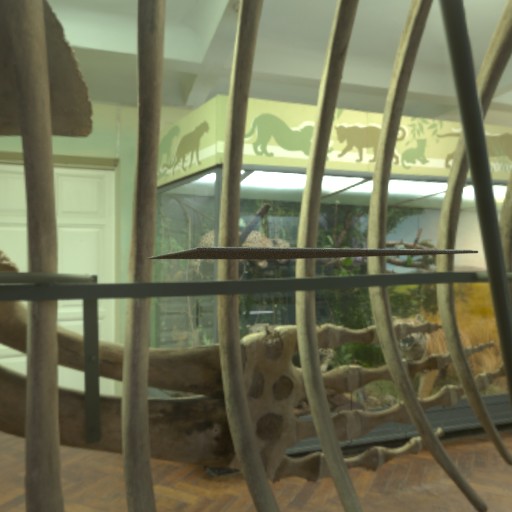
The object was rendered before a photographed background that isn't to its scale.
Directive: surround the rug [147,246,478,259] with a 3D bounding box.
[{"bbox_3d":[0.000,0.000,1.430,0.604,0.007,1.219,0,-1,-18],"label":"rug"}]
